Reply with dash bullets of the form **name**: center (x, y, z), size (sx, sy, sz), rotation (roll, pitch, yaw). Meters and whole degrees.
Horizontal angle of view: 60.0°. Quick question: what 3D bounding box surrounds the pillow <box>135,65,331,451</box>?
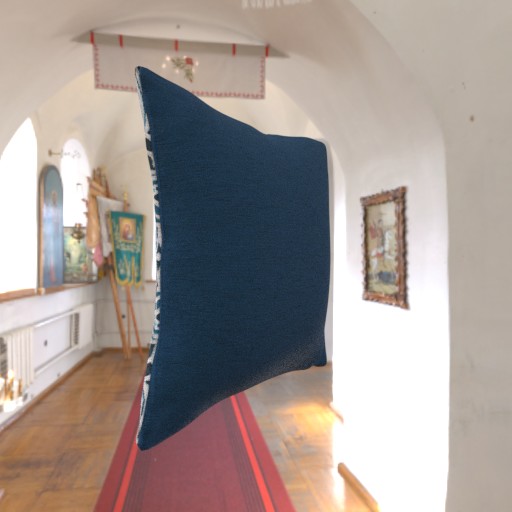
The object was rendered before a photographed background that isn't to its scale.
- **pillow**: center (0.000, 0.000, 0.655), size (0.145, 0.420, 0.440), rotation (1, 2, 36)
